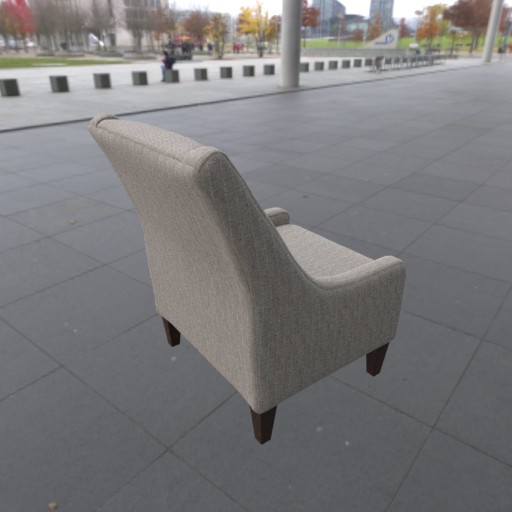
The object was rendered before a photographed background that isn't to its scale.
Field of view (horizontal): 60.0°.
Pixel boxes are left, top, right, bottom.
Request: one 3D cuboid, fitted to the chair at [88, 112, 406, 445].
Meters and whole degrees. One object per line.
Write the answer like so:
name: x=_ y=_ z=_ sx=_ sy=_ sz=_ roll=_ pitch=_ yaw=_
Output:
chair: x=0.000 y=0.000 z=1.657 sx=0.870 sy=1.014 sz=0.774 roll=-18 pitch=31 yaw=-32
